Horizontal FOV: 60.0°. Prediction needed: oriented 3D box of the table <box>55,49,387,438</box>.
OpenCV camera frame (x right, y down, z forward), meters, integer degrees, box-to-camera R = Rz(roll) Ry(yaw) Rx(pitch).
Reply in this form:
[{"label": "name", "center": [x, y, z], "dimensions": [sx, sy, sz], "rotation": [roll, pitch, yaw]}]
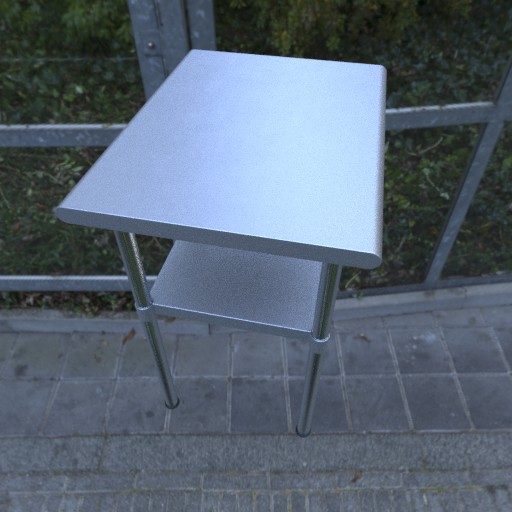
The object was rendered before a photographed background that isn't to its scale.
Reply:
[{"label": "table", "center": [0.000, 0.000, 1.323], "dimensions": [0.584, 0.876, 0.762], "rotation": [9, 46, 9]}]
